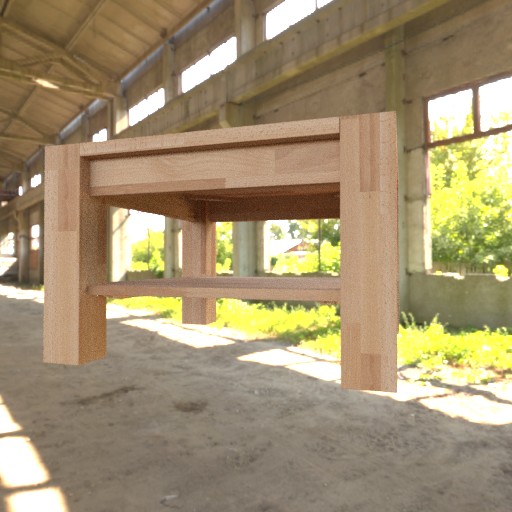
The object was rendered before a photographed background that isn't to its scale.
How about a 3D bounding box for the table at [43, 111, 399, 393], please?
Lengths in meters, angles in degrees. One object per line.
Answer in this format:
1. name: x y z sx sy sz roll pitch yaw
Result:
1. table: 0.000 0.000 1.146 0.700 0.451 0.700 0 -1 18
